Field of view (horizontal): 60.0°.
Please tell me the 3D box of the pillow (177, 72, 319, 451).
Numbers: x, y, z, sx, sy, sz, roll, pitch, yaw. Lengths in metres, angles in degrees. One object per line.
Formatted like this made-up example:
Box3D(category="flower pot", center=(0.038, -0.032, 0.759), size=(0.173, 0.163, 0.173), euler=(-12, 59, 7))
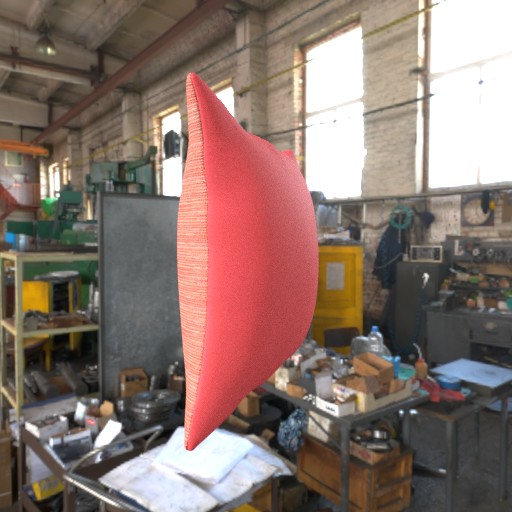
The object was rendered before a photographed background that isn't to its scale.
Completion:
Box3D(category="pillow", center=(0.000, 0.000, 0.839), size=(0.229, 0.501, 0.559), euler=(1, 3, 19))
